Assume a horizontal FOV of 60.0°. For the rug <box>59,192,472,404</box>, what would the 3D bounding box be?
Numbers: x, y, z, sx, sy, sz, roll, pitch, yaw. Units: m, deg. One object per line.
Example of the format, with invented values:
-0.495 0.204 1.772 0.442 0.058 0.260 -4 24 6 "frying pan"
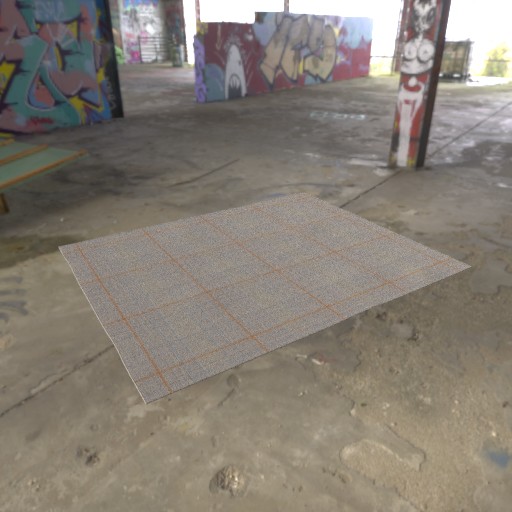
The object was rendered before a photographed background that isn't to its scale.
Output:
0.000 0.000 4.170 3.051 0.021 2.448 -16 31 -29 "rug"
